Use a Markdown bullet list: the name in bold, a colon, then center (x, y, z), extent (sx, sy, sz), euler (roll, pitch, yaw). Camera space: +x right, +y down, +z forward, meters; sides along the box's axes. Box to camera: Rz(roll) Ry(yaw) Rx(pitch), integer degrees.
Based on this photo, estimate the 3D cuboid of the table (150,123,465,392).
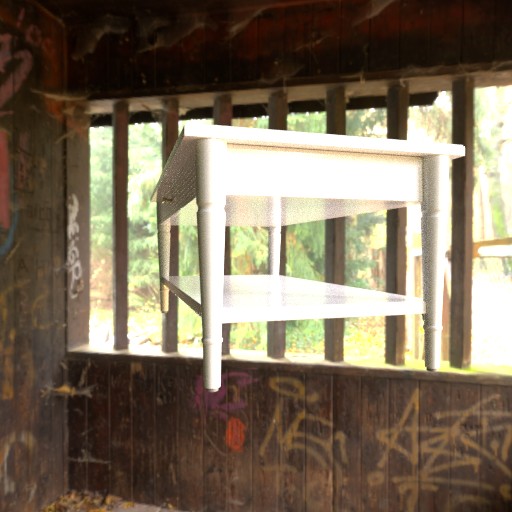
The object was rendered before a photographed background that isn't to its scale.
- **table**: center (0.000, 0.000, 1.323), extent (0.559, 0.457, 1.067), euler (0, 1, -16)
